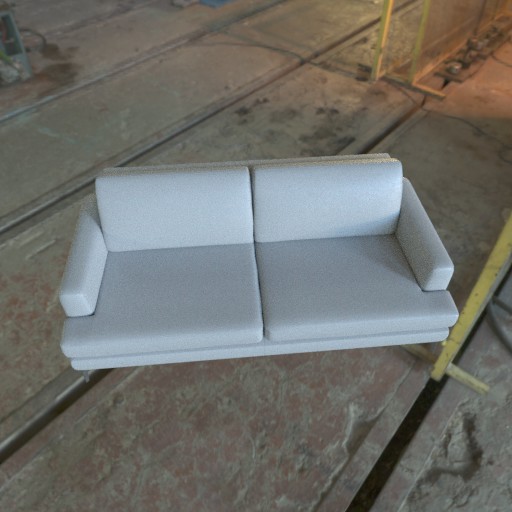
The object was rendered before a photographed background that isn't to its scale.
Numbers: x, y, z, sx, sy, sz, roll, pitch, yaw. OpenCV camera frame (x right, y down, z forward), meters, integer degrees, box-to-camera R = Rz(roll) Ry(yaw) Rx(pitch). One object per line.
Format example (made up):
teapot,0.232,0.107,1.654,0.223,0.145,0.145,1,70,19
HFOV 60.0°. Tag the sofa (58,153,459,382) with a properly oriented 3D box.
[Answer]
sofa,0.000,0.000,2.424,1.940,0.765,0.974,-4,47,-4
